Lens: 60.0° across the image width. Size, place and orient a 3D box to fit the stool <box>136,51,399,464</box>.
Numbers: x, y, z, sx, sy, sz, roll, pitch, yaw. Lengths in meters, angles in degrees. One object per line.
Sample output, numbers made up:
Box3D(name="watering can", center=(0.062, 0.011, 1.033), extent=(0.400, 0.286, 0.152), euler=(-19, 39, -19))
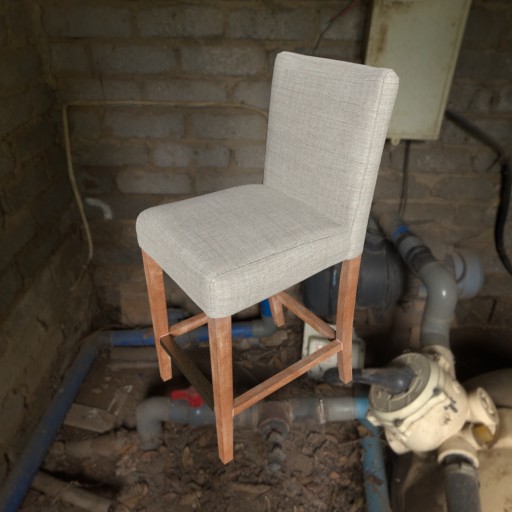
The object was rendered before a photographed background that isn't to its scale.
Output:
Box3D(name="stool", center=(0.000, 0.000, 1.314), extent=(0.567, 1.039, 0.454), euler=(-21, 37, -30))
